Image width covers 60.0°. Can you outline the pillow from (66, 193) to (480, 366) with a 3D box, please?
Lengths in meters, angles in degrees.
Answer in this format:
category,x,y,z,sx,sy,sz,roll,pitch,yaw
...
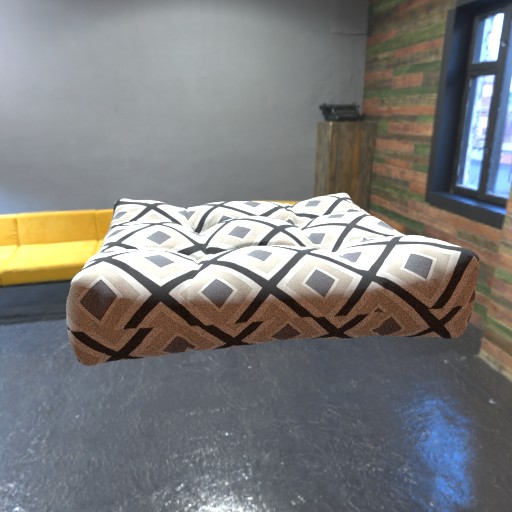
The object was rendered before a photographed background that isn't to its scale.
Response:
category,x,y,z,sx,sy,sz,roll,pitch,yaw
pillow,0.000,0.000,0.709,0.490,0.128,0.468,-3,18,-10
